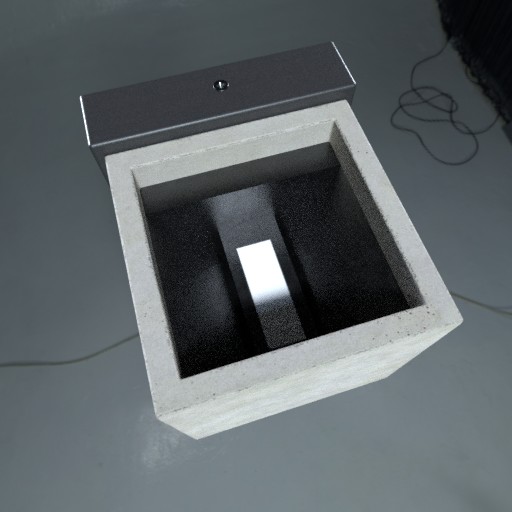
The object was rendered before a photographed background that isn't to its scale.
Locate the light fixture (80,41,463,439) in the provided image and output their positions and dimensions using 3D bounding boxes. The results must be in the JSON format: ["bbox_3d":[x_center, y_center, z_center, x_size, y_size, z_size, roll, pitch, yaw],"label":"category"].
[{"bbox_3d":[0.000,0.000,0.228,0.121,0.121,0.143,-15,65,-7],"label":"light fixture"}]
